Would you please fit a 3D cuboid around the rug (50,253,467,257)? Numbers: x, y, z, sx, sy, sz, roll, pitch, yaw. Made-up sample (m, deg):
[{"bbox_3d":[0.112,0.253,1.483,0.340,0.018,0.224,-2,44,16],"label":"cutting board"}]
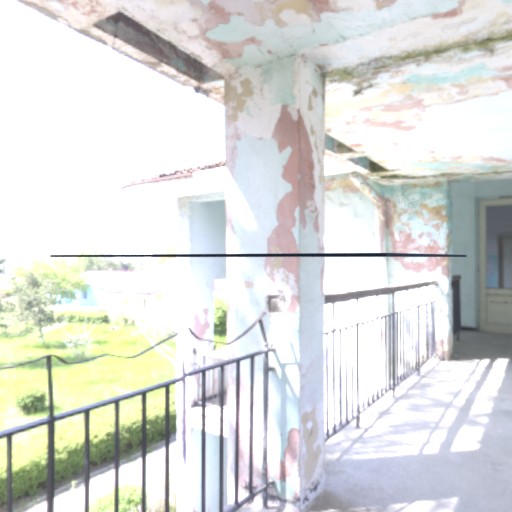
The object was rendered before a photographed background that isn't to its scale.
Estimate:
[{"bbox_3d":[0.000,0.000,2.904,2.290,0.014,1.526,0,0,35],"label":"rug"}]
